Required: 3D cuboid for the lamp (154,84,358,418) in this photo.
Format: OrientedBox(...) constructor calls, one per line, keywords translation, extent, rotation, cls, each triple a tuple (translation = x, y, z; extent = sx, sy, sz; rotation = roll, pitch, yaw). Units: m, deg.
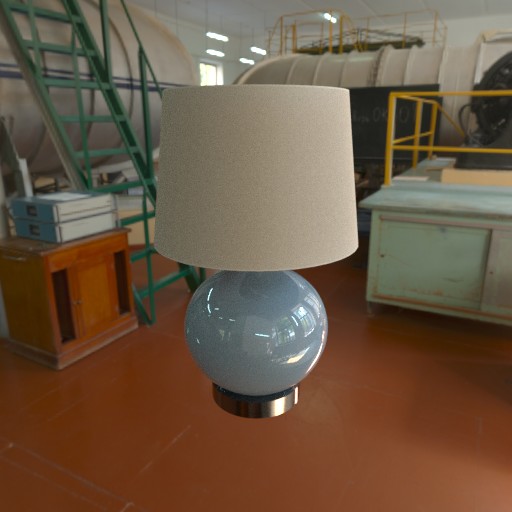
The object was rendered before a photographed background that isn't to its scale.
OrientedBox(translation=(0.000, 0.000, 0.553), extent=(0.247, 0.387, 0.247), rotation=(0, 17, 0), cls="lamp")
